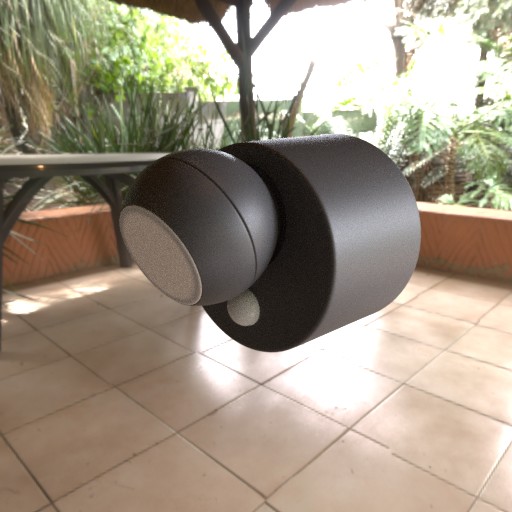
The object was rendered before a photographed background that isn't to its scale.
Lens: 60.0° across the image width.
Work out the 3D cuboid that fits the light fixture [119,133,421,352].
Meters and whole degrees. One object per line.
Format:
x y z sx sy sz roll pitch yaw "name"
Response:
0.000 0.000 0.266 0.134 0.143 0.160 13 20 41 "light fixture"
